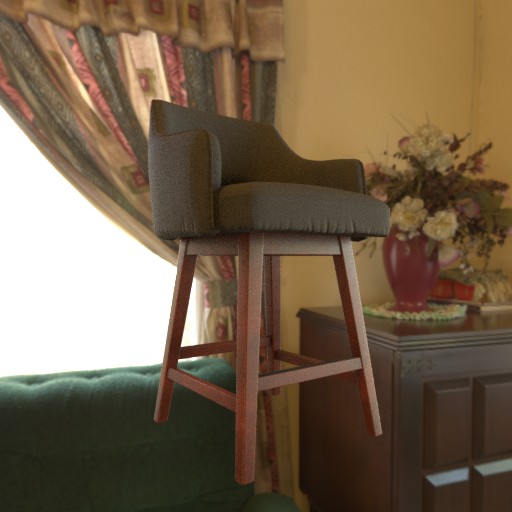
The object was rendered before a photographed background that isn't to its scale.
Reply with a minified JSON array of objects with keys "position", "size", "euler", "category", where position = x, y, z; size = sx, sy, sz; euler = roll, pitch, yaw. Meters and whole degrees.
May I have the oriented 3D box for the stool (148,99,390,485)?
[{"position":[0.000,0.000,1.206],"size":[0.548,0.912,0.558],"euler":[0,0,-36],"category":"stool"}]
